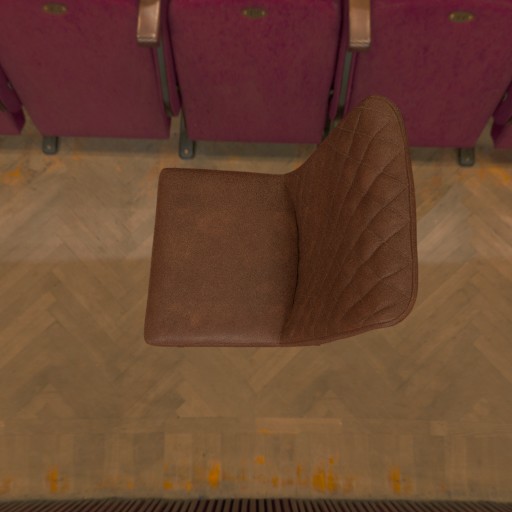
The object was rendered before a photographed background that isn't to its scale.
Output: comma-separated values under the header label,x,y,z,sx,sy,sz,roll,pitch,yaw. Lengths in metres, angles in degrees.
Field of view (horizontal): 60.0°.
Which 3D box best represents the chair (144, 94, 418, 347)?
label,x,y,z,sx,sy,sz,roll,pitch,yaw
chair,0.000,0.000,1.228,0.587,0.889,0.508,2,76,1
